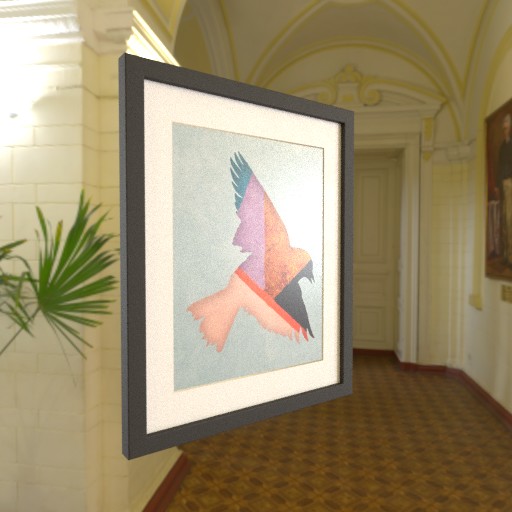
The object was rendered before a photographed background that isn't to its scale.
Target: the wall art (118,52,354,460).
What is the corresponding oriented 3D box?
[{"bbox_3d":[0.000,0.000,0.750,0.457,0.558,0.028,-1,2,-36],"label":"wall art"}]
